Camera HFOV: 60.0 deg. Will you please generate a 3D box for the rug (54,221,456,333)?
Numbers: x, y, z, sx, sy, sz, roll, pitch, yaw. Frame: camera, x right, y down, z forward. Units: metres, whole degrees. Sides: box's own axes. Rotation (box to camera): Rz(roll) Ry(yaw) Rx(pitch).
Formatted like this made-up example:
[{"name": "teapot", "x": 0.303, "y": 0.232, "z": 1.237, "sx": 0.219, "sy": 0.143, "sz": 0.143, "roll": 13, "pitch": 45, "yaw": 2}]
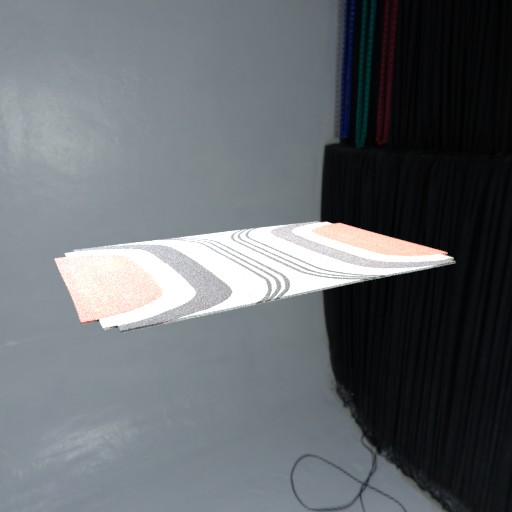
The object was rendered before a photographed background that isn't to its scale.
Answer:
[{"name": "rug", "x": 0.000, "y": 0.000, "z": 3.051, "sx": 2.446, "sy": 0.017, "sz": 1.530, "roll": -9, "pitch": 18, "yaw": -28}]
